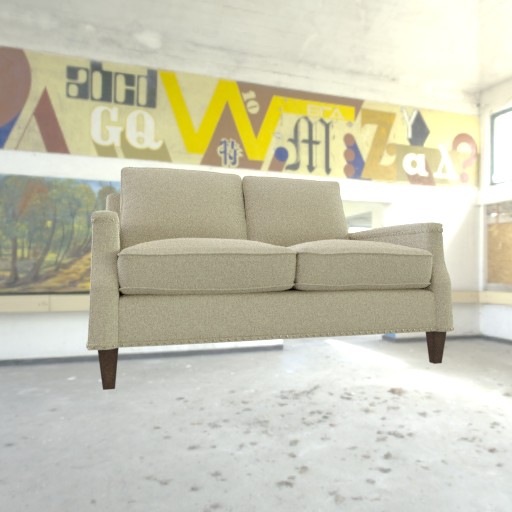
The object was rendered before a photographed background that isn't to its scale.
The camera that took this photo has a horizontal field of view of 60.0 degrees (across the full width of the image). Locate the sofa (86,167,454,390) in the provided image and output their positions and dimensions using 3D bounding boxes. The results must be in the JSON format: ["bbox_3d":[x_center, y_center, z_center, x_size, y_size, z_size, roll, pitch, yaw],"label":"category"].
[{"bbox_3d":[0.000,0.000,2.303,1.597,1.003,1.084,0,-2,-18],"label":"sofa"}]
